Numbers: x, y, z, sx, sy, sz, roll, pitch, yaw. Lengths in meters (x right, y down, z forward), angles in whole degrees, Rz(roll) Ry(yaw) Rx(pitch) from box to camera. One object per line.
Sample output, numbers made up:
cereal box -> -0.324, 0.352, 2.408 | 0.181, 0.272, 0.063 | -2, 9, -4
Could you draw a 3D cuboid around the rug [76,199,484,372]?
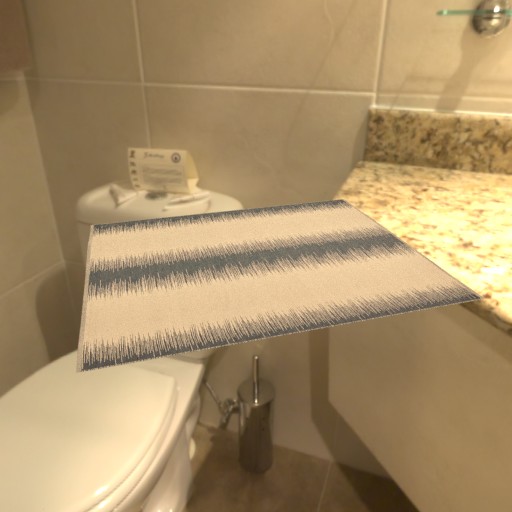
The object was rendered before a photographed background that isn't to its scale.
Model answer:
rug -> 0.000, 0.000, 4.146 | 3.037, 0.004, 2.453 | -7, 28, -15
